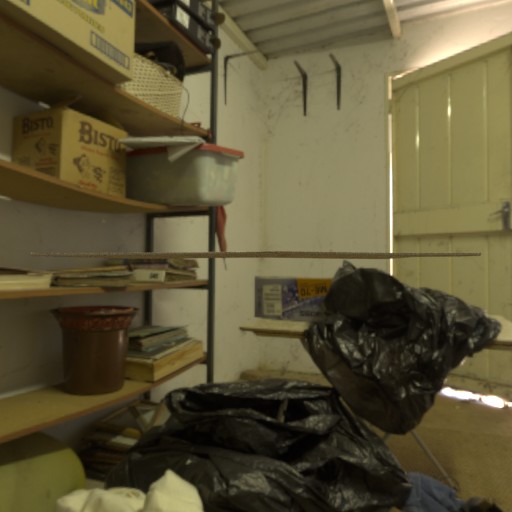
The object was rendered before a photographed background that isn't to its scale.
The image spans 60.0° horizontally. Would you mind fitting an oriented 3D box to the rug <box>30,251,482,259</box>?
[{"bbox_3d":[0.000,0.000,4.345,3.202,0.045,2.434,0,-1,0],"label":"rug"}]
